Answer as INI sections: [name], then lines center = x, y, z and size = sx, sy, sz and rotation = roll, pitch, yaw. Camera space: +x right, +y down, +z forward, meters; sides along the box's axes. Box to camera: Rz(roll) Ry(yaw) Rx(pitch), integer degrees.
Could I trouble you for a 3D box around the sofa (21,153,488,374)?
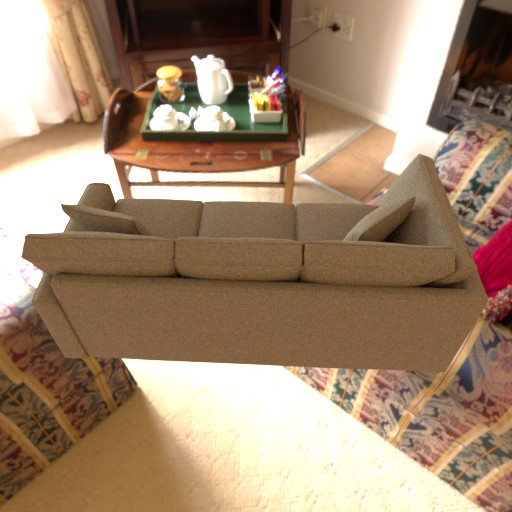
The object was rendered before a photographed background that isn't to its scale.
[sofa]
center = 0.000, 0.000, 2.728
size = 2.317, 0.962, 1.061
rotation = 2, 47, 2
